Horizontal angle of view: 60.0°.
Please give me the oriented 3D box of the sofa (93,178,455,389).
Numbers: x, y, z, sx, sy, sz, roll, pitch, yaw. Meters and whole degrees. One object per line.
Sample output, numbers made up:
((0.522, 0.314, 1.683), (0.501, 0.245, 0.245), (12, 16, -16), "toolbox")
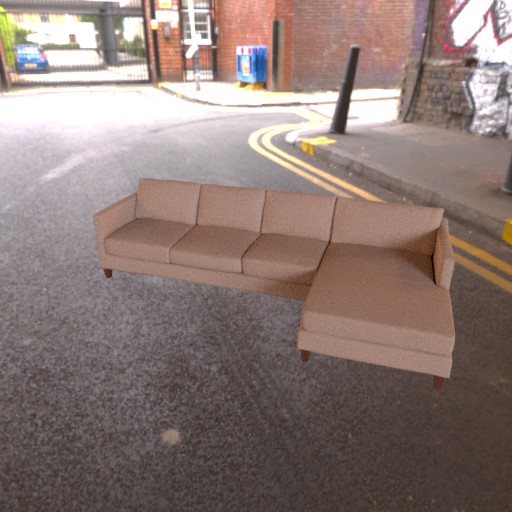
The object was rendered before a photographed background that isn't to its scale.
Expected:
((0.000, 0.000, 3.913), (3.186, 0.861, 1.625), (8, 26, 16), "sofa")
